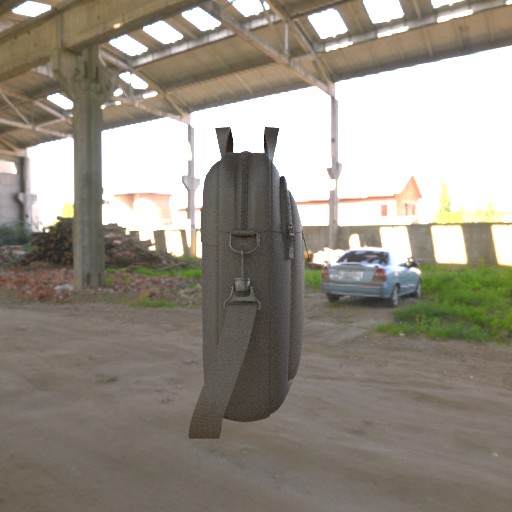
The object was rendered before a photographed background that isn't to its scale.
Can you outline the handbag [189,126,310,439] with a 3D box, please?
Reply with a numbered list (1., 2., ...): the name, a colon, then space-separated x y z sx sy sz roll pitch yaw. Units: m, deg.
1. handbag: 0.000 0.000 0.586 0.126 0.330 0.429 0 1 0
